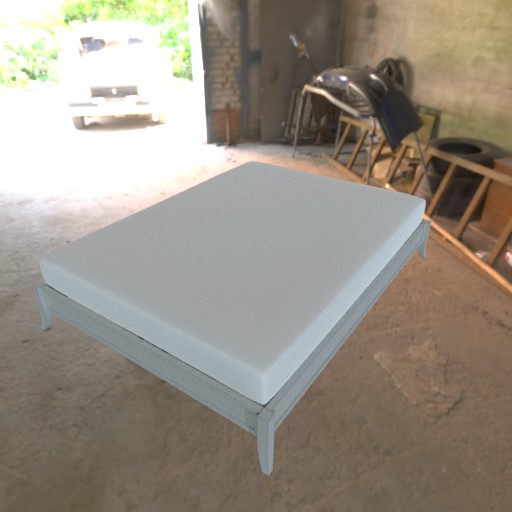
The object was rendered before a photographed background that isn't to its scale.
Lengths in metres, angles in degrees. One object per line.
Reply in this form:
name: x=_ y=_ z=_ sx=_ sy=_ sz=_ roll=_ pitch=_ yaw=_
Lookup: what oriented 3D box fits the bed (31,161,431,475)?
bed: x=0.000 y=0.000 z=2.813 sx=1.604 sy=0.510 sz=2.108 roll=20 pitch=36 yaw=30
